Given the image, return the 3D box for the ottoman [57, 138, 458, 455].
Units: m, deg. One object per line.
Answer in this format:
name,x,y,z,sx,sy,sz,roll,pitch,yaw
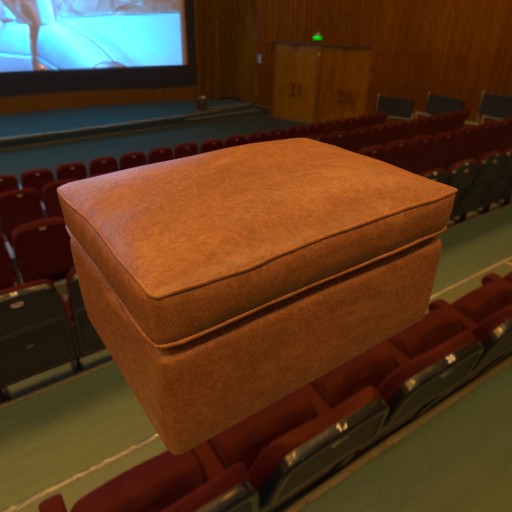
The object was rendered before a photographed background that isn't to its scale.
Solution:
ottoman,0.000,0.000,1.087,0.756,0.468,0.554,-19,35,-30
